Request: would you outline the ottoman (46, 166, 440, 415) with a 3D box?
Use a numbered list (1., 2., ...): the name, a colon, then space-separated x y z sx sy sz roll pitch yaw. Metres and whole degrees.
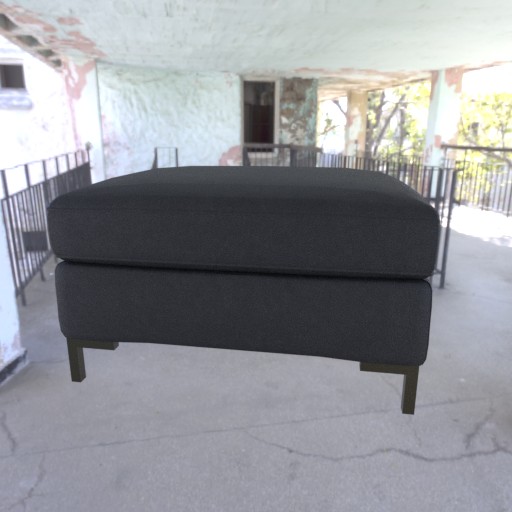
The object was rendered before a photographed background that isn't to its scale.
1. ottoman: 0.000 0.000 1.791 1.187 0.696 0.967 3 16 9
